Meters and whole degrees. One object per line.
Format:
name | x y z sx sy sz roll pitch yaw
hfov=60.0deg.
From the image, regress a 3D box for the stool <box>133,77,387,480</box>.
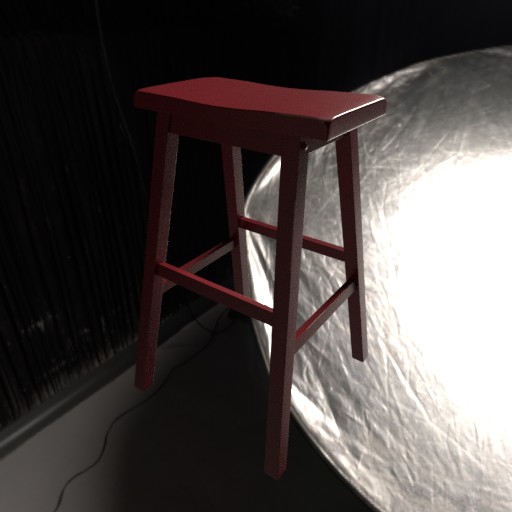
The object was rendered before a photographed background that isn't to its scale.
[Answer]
stool | 0.000 0.000 1.050 0.457 0.737 0.476 20 35 31
